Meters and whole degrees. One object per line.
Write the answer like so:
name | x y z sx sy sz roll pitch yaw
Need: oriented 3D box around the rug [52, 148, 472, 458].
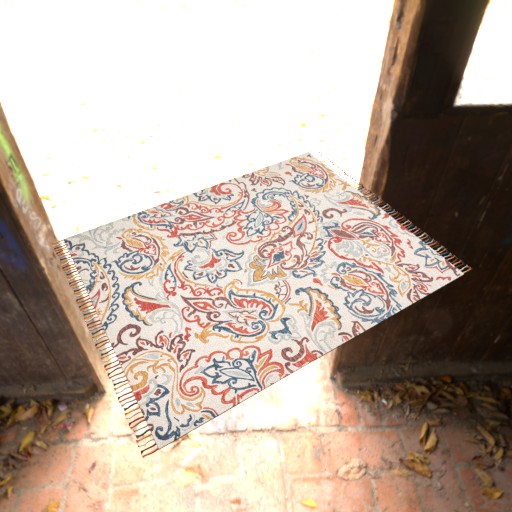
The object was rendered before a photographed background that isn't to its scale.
rug | 0.000 0.000 4.285 3.274 0.015 2.439 -24 50 -22
